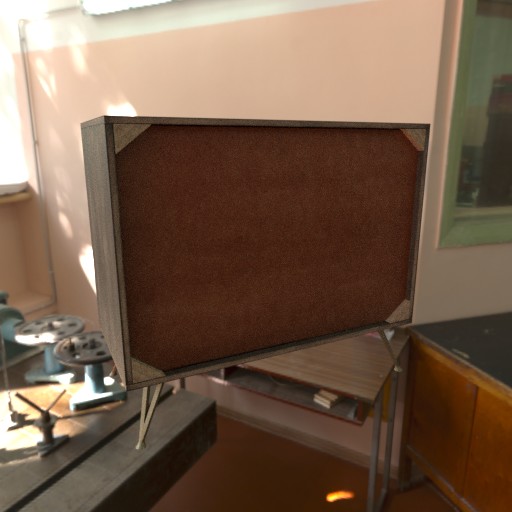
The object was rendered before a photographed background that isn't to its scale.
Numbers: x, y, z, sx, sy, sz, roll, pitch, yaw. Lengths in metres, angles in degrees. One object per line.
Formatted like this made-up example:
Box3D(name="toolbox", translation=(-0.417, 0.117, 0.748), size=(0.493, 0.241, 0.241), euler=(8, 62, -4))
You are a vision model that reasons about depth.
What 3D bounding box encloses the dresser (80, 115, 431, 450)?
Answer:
Box3D(name="dresser", translation=(0.000, 0.000, 1.399), size=(0.923, 0.801, 0.453), euler=(-7, 16, -26))
